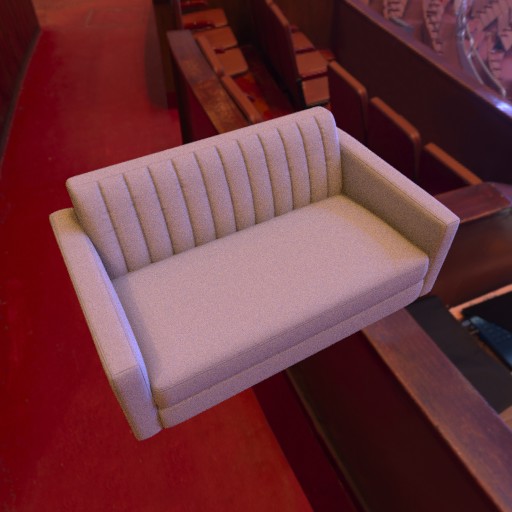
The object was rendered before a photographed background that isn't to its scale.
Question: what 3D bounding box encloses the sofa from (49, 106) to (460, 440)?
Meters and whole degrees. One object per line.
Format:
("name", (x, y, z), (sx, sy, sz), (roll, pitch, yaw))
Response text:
("sofa", (0.000, 0.000, 2.114), (1.585, 0.801, 0.950), (-22, 50, -20))
